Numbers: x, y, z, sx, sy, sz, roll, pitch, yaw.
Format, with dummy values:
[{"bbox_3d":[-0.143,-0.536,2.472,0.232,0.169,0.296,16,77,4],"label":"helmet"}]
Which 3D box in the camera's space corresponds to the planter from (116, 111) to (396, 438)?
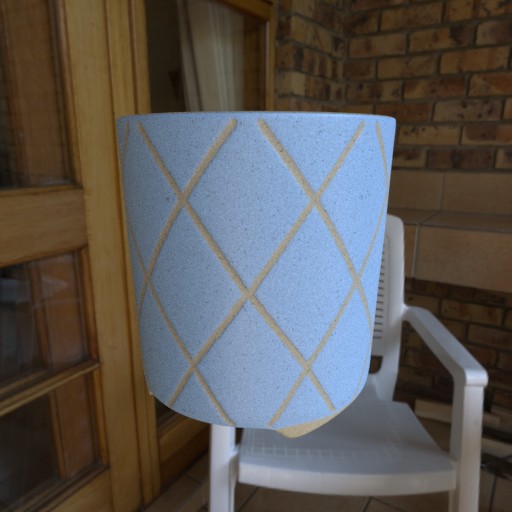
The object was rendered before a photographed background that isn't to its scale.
[{"bbox_3d":[0.000,0.000,0.340,0.191,0.200,0.191,0,14,0],"label":"planter"}]
